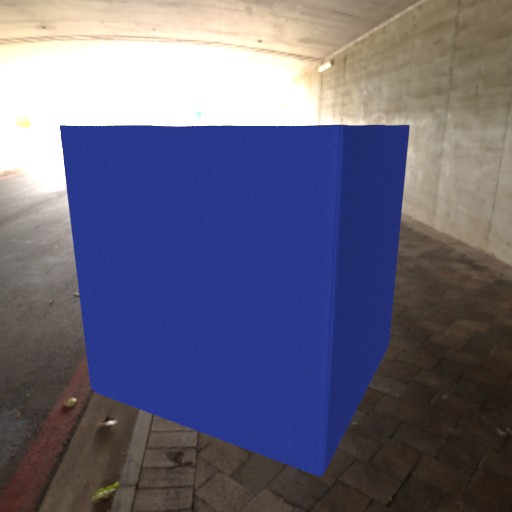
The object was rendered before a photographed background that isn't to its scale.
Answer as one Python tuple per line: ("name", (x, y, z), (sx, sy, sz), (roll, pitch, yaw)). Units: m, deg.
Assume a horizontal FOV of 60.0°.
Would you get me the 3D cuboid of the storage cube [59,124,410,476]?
("storage cube", (0.000, 0.000, 0.493), (0.270, 0.280, 0.270), (8, 18, 27))
